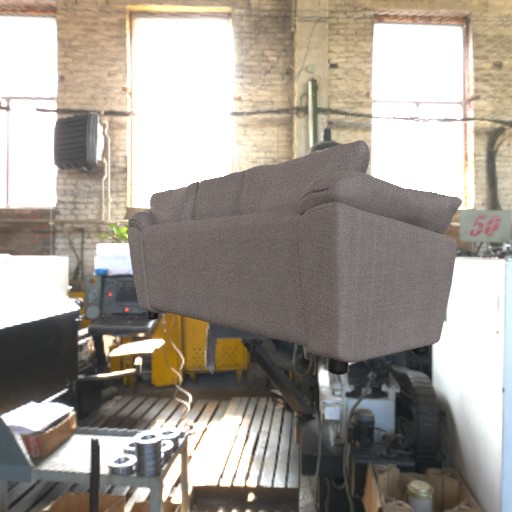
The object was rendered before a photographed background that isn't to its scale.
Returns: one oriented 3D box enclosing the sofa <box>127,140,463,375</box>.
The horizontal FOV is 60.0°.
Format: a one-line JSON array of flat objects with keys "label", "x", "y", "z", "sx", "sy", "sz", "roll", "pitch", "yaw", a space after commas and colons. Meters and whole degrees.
[{"label": "sofa", "x": 0.000, "y": 0.000, "z": 2.853, "sx": 0.878, "sy": 0.996, "sz": 2.334, "roll": 0, "pitch": 1, "yaw": -37}]
